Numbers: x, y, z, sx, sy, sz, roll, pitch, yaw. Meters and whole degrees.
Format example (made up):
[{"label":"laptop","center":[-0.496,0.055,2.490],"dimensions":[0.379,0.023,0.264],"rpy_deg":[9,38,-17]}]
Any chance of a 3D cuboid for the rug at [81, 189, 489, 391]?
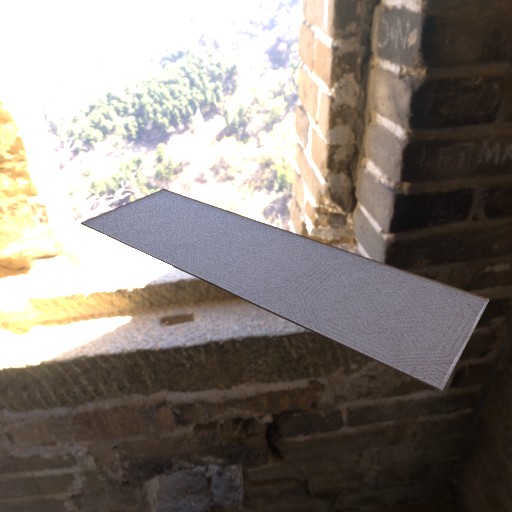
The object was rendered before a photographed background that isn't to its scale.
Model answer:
[{"label":"rug","center":[0.000,0.000,2.670],"dimensions":[2.452,0.012,0.775],"rpy_deg":[21,37,31]}]
